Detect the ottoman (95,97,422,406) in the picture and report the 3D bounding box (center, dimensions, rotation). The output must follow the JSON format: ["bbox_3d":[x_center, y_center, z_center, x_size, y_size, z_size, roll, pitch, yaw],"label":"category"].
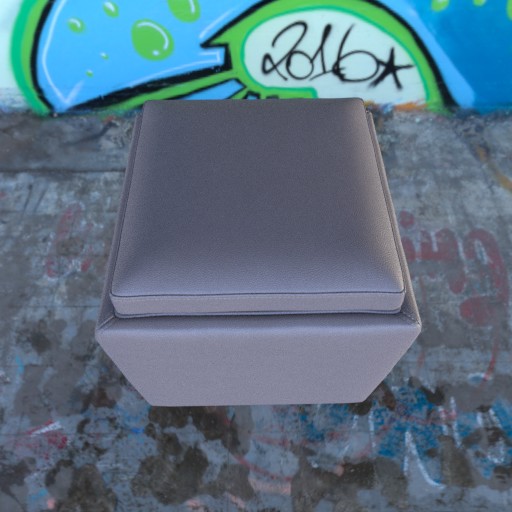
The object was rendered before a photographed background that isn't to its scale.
[{"bbox_3d":[0.000,0.000,0.828,0.450,0.460,0.451,-1,57,-1],"label":"ottoman"}]
